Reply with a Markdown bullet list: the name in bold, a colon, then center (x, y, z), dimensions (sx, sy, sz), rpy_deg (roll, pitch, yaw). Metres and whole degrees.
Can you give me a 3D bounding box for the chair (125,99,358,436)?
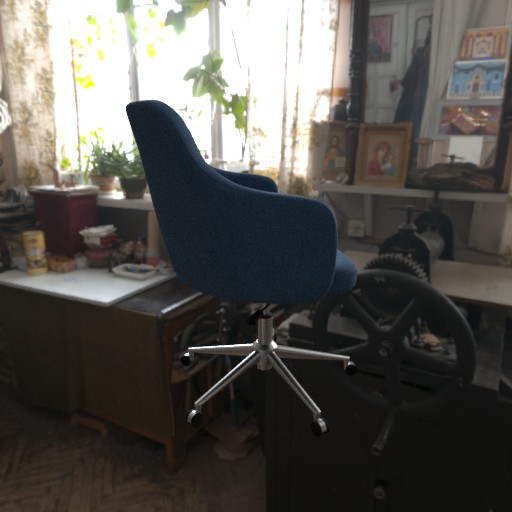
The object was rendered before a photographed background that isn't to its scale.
- **chair**: center (0.000, 0.000, 1.262), dimensions (0.655, 0.820, 0.599), rpy_deg (-3, 16, -10)
